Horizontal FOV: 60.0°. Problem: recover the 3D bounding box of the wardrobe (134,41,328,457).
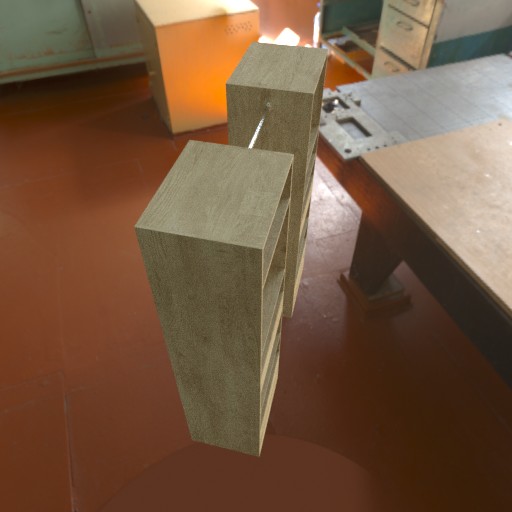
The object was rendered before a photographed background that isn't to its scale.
[{"bbox_3d":[0.000,0.000,2.891,0.480,2.000,1.770,10,47,9],"label":"wardrobe"}]
